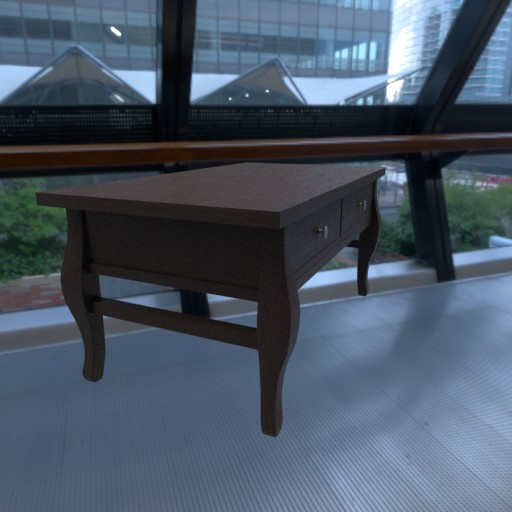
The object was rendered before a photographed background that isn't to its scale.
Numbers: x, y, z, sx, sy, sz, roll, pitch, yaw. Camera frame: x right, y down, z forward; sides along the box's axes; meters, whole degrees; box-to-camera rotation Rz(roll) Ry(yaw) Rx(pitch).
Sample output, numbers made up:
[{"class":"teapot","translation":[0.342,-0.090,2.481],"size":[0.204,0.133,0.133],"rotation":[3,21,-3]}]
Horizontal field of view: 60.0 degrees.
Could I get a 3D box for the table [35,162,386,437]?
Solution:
[{"class":"table","translation":[0.000,0.000,1.391],"size":[0.600,0.494,1.062],"rotation":[7,17,24]}]
